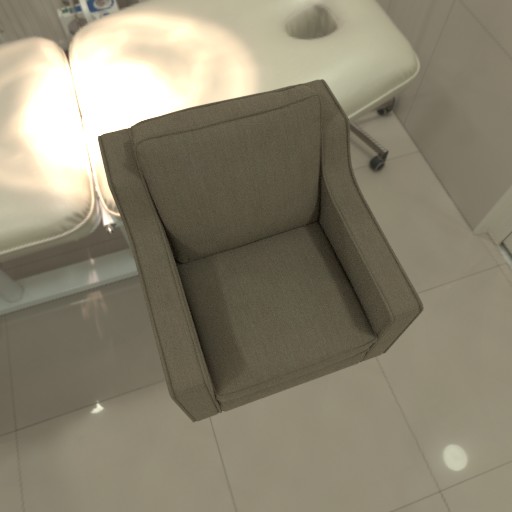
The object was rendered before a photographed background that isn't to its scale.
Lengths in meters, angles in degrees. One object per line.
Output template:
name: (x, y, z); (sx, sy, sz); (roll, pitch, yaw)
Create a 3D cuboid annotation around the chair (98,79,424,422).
chair: (0.000, 0.000, 1.670); (0.831, 0.960, 0.909); (-17, 64, -9)
